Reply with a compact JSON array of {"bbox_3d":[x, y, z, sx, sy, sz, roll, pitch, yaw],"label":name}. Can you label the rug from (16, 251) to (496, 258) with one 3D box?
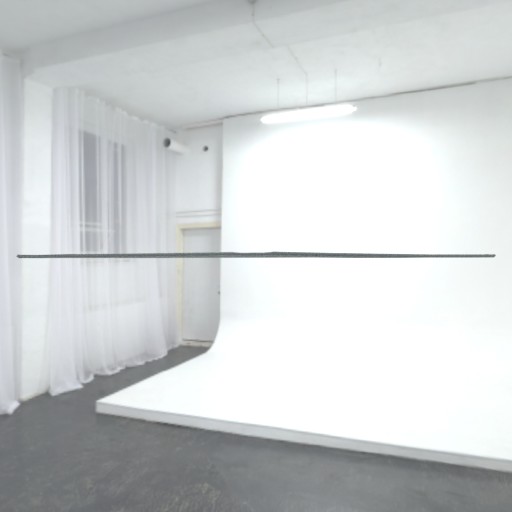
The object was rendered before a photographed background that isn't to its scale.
[{"bbox_3d":[0.000,0.000,4.191,3.237,0.046,2.461,0,0,0],"label":"rug"}]
